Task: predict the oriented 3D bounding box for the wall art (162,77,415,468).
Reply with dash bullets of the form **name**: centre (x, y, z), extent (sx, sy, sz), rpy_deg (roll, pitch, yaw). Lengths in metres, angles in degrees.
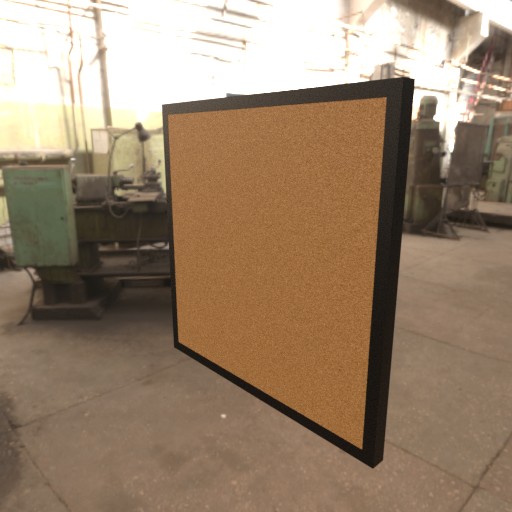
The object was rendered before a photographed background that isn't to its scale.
- **wall art**: centre (0.000, 0.000, 1.110), extent (0.038, 0.762, 0.762), rpy_deg (-13, 19, -41)
